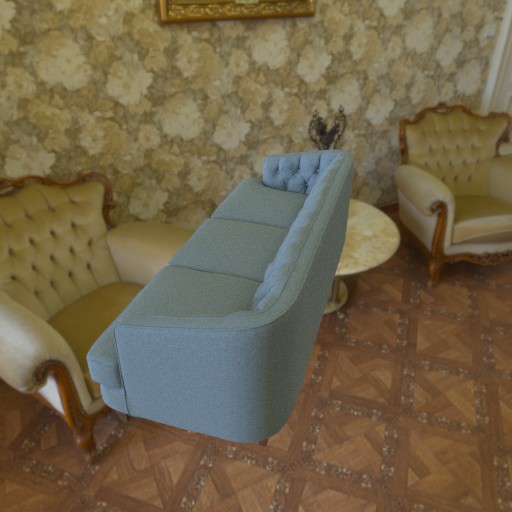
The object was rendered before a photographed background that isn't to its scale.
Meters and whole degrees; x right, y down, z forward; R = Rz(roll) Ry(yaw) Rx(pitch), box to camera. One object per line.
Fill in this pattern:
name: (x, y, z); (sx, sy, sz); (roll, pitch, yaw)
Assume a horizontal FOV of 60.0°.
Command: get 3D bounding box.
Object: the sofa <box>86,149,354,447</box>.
sofa: (0.000, 0.000, 2.795); (0.941, 0.855, 2.278); (10, 33, 15)
